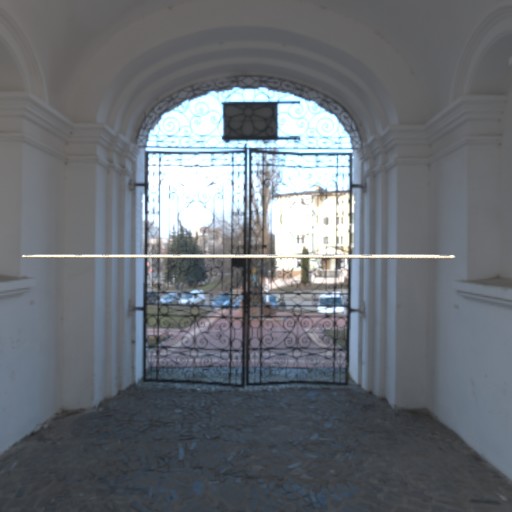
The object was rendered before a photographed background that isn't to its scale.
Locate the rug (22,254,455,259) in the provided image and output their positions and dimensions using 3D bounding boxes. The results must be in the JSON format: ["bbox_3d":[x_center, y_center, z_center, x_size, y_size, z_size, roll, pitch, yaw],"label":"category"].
[{"bbox_3d":[0.000,0.000,3.865,2.910,0.021,2.211,0,0,17],"label":"rug"}]
